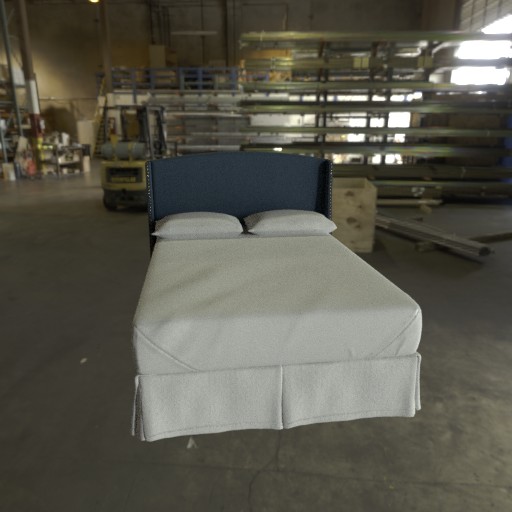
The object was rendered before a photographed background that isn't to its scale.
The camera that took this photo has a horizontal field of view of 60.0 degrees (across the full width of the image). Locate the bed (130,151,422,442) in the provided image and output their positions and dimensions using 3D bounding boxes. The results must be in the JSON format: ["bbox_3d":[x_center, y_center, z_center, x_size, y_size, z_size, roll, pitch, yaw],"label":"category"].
[{"bbox_3d":[0.000,0.000,3.306,1.710,1.407,2.237,-2,17,-8],"label":"bed"}]
